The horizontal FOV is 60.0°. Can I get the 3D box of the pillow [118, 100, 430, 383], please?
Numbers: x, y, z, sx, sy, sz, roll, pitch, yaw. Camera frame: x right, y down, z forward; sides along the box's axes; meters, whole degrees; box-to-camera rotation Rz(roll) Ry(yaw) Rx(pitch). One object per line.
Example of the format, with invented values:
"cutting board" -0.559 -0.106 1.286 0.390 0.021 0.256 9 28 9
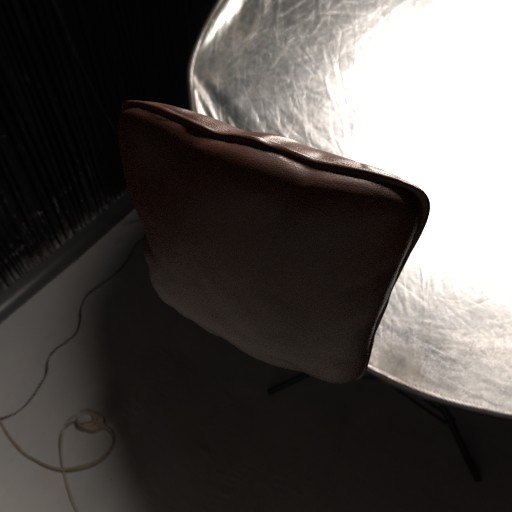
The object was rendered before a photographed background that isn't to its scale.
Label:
"pillow" 0.000 0.000 0.839 0.532 0.523 0.236 22 51 19
